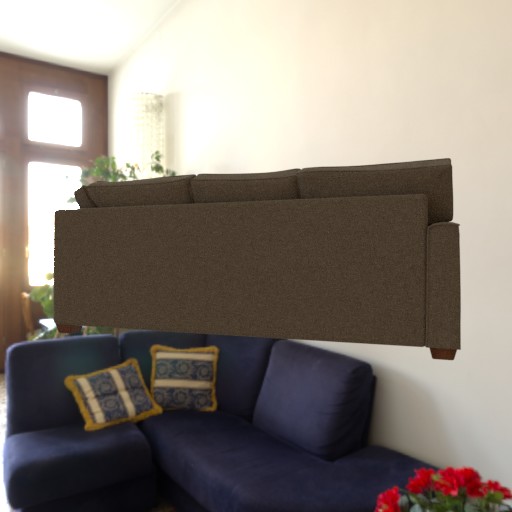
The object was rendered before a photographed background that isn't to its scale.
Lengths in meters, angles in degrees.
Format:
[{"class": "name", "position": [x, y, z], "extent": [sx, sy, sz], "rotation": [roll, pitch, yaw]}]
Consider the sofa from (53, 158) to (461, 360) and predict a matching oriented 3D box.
[{"class": "sofa", "position": [0.000, 0.000, 2.851], "extent": [2.317, 0.962, 1.061], "rotation": [0, 0, 19]}]
